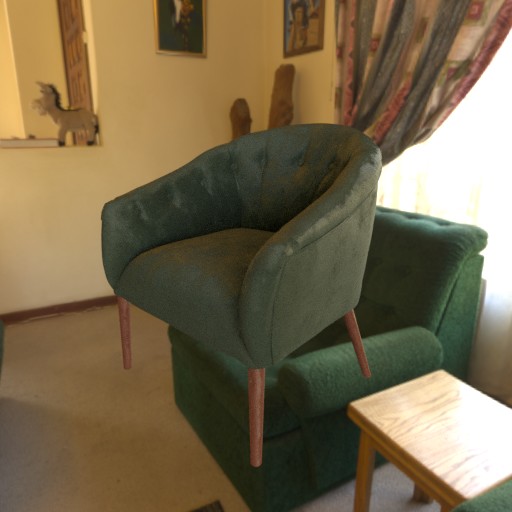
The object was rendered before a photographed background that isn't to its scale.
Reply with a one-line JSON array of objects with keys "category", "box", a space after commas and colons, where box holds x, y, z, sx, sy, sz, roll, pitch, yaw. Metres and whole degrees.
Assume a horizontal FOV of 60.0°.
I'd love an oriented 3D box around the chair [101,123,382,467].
[{"category": "chair", "box": [0.000, 0.000, 1.542, 0.776, 0.885, 0.851, -16, 23, -42]}]
